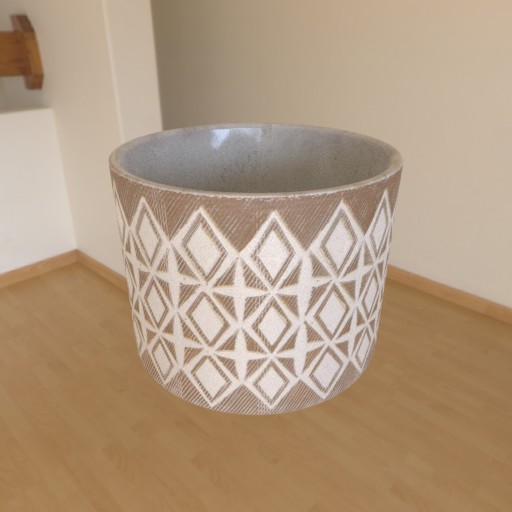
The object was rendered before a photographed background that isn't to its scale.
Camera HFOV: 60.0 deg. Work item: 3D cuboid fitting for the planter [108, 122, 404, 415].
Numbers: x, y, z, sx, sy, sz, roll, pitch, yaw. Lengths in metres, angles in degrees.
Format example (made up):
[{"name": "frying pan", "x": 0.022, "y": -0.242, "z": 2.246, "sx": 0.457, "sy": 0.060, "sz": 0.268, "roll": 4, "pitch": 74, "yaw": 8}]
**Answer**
[{"name": "planter", "x": 0.000, "y": 0.000, "z": 0.339, "sx": 0.193, "sy": 0.165, "sz": 0.193, "roll": 0, "pitch": 27, "yaw": 0}]
